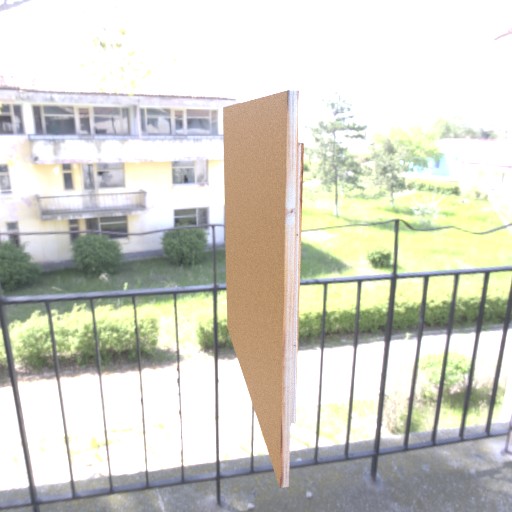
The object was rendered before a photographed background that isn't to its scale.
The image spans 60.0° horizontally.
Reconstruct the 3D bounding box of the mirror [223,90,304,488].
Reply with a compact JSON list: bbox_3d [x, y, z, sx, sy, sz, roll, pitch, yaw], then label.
[{"bbox_3d":[0.000,0.000,1.222,0.061,0.804,0.804,-3,17,-11],"label":"mirror"}]
